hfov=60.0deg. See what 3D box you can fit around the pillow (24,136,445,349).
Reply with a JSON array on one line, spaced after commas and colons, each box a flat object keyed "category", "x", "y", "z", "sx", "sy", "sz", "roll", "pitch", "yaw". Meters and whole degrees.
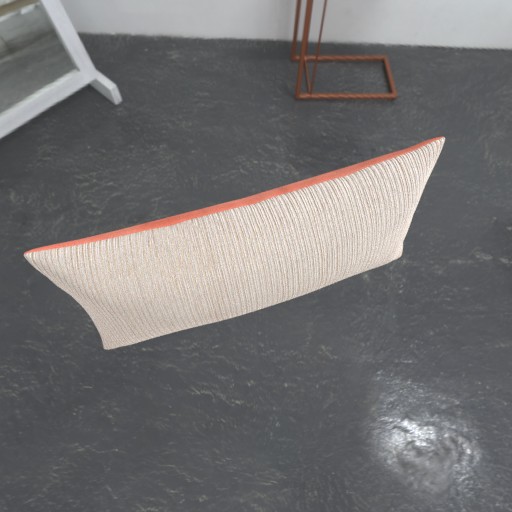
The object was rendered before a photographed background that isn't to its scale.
[{"category": "pillow", "x": 0.000, "y": 0.000, "z": 0.732, "sx": 0.608, "sy": 0.307, "sz": 0.155, "roll": -17, "pitch": 65, "yaw": -8}]
